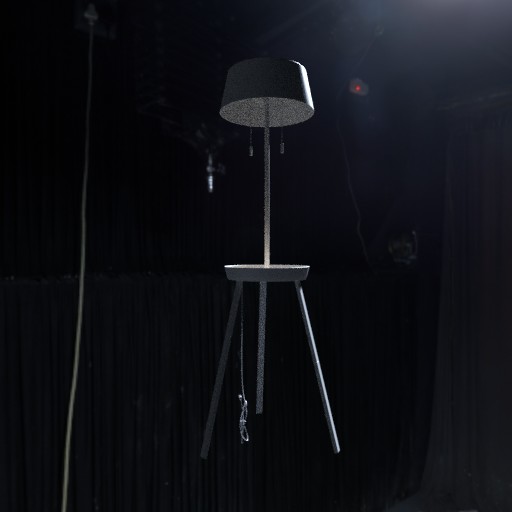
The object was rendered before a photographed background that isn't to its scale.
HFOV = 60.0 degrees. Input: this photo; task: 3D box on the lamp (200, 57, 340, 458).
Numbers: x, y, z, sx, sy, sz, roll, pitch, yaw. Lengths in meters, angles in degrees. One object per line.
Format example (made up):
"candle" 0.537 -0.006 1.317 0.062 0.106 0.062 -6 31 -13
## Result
"lamp" 0.000 0.000 1.695 0.468 1.429 0.508 0 1 -36
